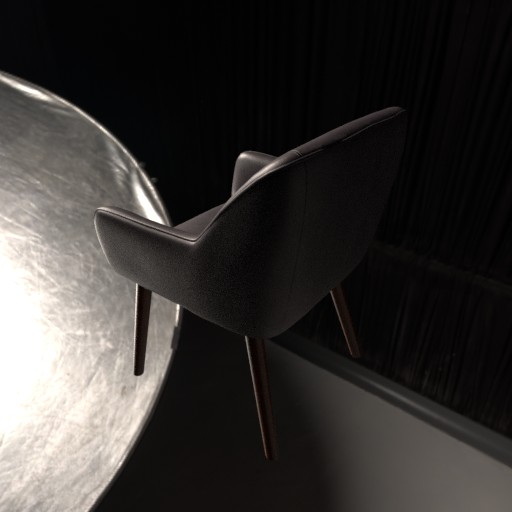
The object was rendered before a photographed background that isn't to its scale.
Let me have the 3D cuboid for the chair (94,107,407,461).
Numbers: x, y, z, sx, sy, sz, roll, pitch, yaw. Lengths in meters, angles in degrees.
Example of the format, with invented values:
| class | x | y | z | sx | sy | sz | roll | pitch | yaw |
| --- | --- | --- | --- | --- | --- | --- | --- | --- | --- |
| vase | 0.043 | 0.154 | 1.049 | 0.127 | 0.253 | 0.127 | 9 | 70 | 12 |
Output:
| class | x | y | z | sx | sy | sz | roll | pitch | yaw |
| --- | --- | --- | --- | --- | --- | --- | --- | --- | --- |
| chair | 0.000 | 0.000 | 1.246 | 0.610 | 0.828 | 0.610 | 21 | 37 | 32 |
